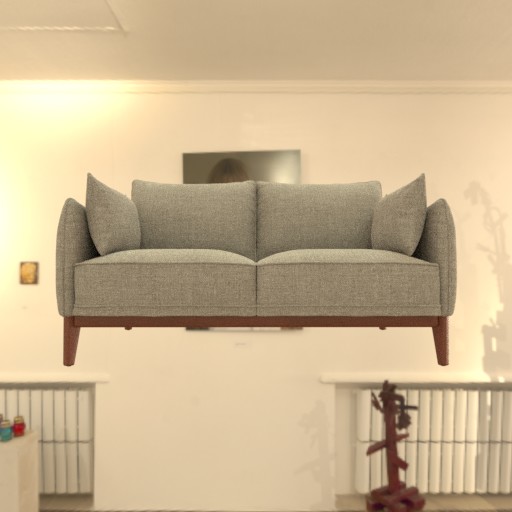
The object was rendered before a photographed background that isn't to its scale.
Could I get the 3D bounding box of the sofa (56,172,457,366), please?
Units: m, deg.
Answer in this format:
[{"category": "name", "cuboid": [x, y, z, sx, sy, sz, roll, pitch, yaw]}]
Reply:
[{"category": "sofa", "cuboid": [0.000, 0.000, 2.111, 1.580, 0.851, 0.972, 0, 0, 0]}]
